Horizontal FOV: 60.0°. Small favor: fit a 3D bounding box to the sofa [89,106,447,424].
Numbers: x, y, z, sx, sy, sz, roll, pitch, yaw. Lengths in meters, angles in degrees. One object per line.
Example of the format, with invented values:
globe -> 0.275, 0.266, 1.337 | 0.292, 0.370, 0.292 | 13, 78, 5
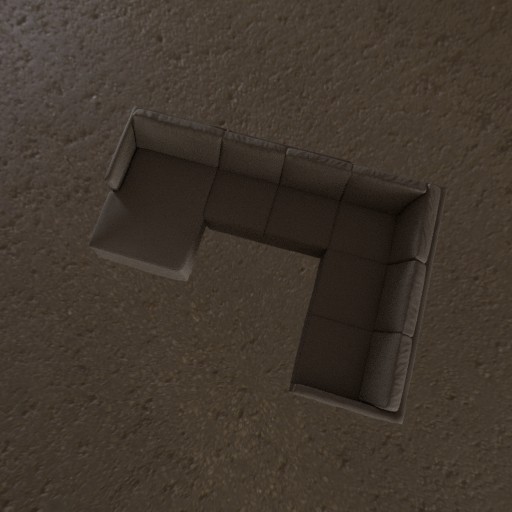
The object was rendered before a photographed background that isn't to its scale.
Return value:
sofa -> 0.000, 0.000, 4.666 | 3.528, 0.878, 2.476 | 16, 75, 4
